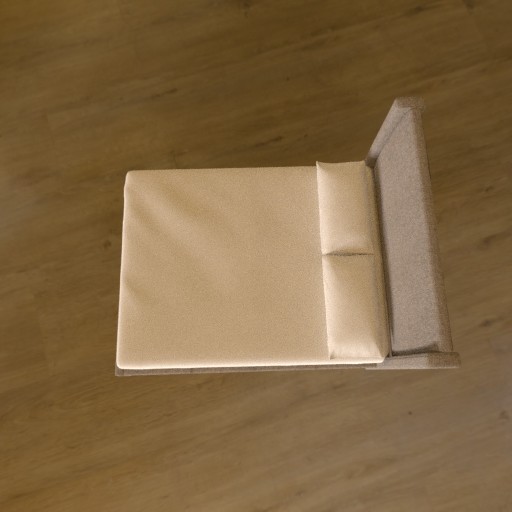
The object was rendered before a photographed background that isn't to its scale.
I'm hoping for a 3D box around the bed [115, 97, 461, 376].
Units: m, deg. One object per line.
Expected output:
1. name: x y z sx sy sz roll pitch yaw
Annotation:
1. bed: 0.000 0.000 3.362 2.245 1.476 1.714 -1 75 0
